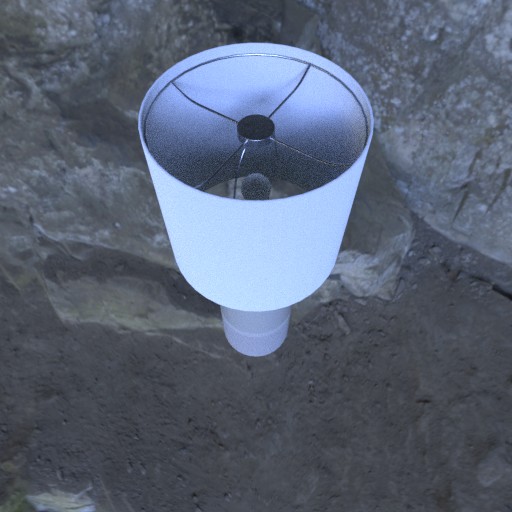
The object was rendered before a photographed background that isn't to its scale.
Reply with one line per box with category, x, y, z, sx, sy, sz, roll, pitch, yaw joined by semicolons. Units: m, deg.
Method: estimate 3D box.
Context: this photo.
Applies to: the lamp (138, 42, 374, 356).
lamp;0.000;0.000;0.610;0.212;0.493;0.212;29;62;17
